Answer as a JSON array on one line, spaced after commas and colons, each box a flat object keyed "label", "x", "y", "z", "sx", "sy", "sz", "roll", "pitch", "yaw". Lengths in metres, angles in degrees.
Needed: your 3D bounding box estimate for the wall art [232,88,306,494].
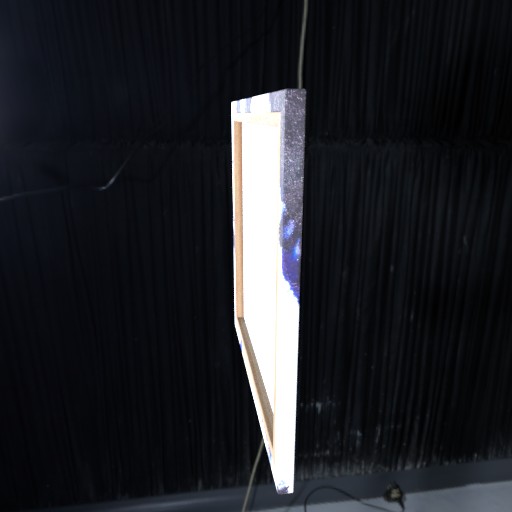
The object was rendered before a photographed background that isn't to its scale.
[{"label": "wall art", "x": 0.000, "y": 0.000, "z": 1.315, "sx": 0.038, "sy": 0.885, "sz": 0.887, "roll": -3, "pitch": 18, "yaw": -9}]
